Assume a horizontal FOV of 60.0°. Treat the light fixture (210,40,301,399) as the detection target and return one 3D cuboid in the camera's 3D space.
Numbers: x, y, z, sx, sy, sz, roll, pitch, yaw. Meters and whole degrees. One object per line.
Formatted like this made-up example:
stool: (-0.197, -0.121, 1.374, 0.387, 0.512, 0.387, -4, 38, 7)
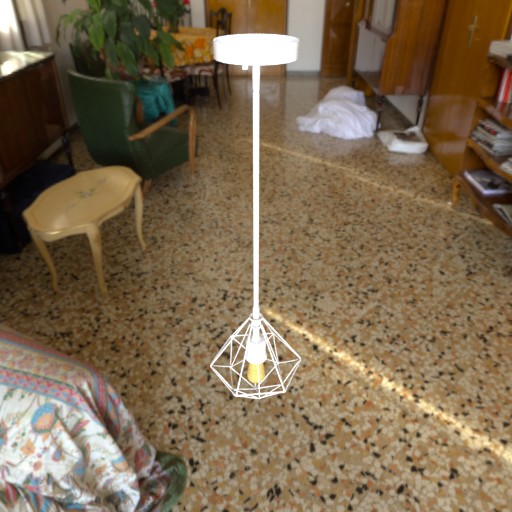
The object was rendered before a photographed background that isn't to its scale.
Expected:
light fixture: (0.000, 0.000, 1.993, 0.431, 1.764, 0.487, -21, 39, -29)
